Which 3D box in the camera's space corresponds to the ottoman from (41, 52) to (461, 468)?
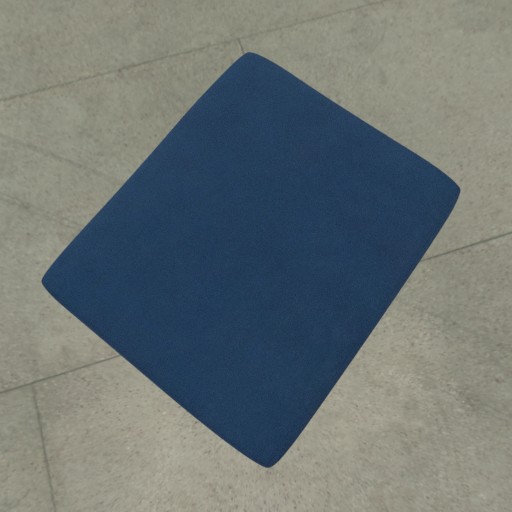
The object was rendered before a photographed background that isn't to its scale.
[{"bbox_3d":[0.000,0.000,1.158,0.655,0.485,0.794,36,78,9],"label":"ottoman"}]
